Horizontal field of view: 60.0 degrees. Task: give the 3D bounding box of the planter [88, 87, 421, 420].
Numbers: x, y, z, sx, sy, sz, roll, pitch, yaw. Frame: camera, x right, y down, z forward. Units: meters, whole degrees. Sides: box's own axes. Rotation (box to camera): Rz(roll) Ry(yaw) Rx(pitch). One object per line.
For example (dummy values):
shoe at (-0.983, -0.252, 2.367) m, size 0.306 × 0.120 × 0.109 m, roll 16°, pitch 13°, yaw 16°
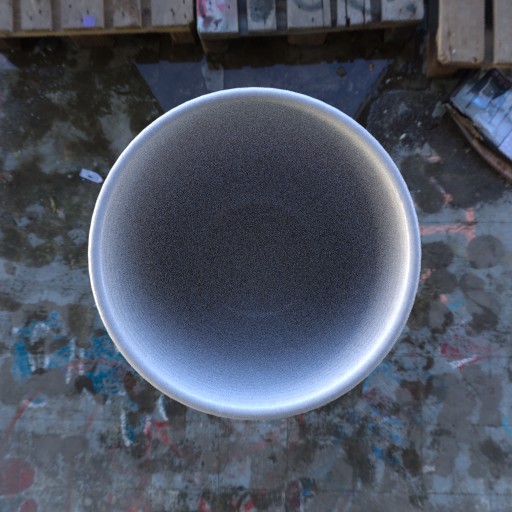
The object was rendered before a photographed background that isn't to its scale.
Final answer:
planter at (0.000, 0.000, 0.299) m, size 0.170 × 0.152 × 0.170 m, roll 0°, pitch 88°, yaw 1°
